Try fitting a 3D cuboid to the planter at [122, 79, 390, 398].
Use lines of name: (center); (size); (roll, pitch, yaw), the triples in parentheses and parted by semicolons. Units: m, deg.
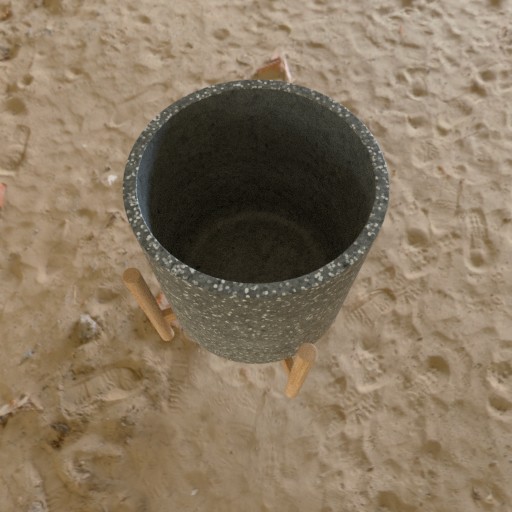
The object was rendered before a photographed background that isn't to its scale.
planter: (0.000, 0.000, 0.694); (0.360, 0.419, 0.360); (2, 63, 1)
